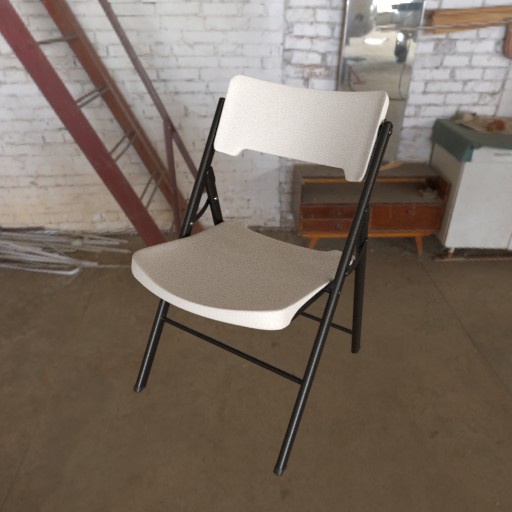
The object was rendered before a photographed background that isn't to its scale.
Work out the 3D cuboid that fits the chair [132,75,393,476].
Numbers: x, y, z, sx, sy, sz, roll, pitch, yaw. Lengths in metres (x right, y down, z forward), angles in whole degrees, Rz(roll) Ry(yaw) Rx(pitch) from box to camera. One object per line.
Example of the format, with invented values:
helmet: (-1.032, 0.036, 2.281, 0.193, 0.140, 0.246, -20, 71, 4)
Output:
chair: (0.000, 0.000, 1.121, 0.482, 0.765, 0.577, 18, 36, 27)
